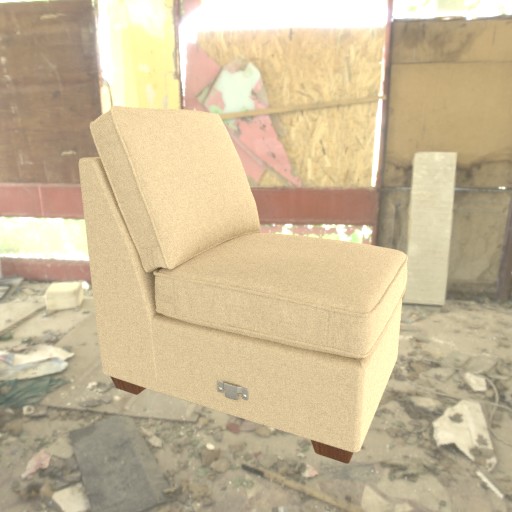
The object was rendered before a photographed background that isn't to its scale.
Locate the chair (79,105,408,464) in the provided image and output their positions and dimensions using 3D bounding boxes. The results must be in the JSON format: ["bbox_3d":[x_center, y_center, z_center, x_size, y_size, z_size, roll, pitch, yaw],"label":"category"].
[{"bbox_3d":[0.000,0.000,1.513,0.938,0.970,0.621,8,17,26],"label":"chair"}]
